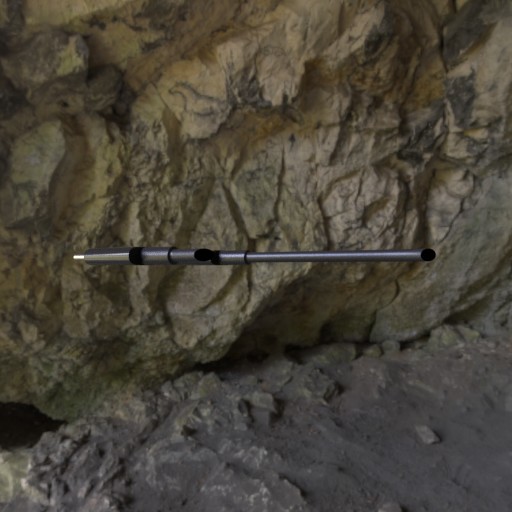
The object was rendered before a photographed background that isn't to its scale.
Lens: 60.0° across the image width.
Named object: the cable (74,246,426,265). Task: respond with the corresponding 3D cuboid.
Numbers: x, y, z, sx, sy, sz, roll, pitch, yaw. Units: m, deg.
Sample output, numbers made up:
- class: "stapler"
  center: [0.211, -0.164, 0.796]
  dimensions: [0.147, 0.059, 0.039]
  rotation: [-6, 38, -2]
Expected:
- class: "cable"
  center: [0.000, 0.000, 0.111]
  dimensions: [0.098, 0.005, 0.041]
  rotation: [-1, -2, 36]
